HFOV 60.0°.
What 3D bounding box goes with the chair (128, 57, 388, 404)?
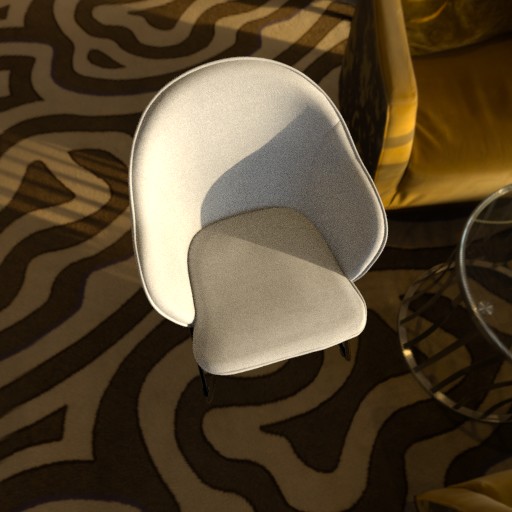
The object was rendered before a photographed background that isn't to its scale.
[{"bbox_3d":[0.000,0.000,1.212,0.570,0.817,0.592,-15,66,-7],"label":"chair"}]
